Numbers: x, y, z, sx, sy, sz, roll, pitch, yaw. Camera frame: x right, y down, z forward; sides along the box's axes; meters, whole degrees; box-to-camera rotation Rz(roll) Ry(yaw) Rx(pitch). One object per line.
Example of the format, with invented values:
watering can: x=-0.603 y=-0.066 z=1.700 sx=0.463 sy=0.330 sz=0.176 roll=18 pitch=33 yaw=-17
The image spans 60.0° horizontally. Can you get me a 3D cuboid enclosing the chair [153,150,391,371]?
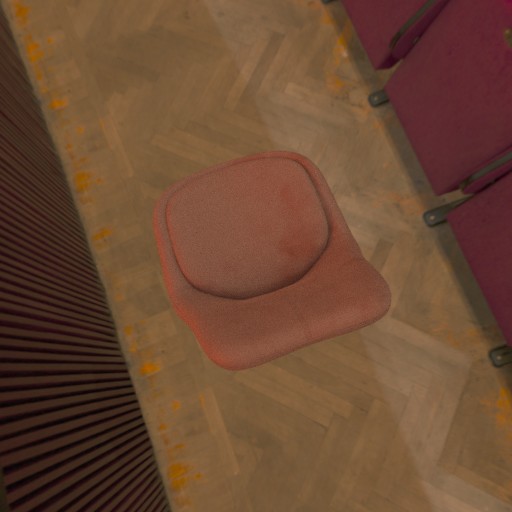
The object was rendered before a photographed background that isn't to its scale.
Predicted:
chair: x=0.000 y=0.000 z=1.189 sx=0.483 sy=0.865 sz=0.547 roll=-19 pitch=76 yaw=-5
